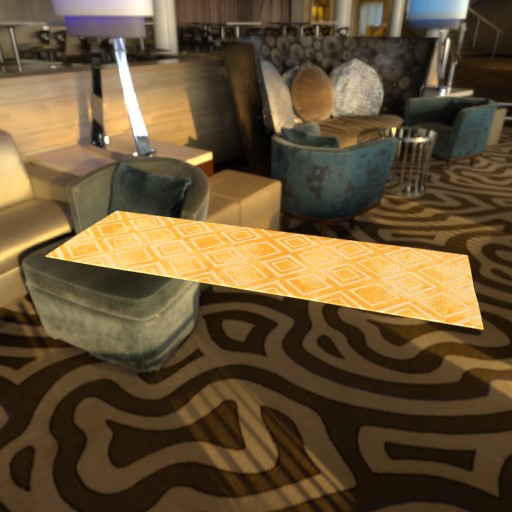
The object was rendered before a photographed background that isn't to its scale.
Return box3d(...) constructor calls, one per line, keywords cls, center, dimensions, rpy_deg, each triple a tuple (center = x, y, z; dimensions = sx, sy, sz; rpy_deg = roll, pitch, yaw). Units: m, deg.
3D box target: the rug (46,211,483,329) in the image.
box3d(cls="rug", center=(0.000, 0.000, 2.679), dimensions=(2.438, 0.010, 0.775), rpy_deg=(8, 29, 15))
